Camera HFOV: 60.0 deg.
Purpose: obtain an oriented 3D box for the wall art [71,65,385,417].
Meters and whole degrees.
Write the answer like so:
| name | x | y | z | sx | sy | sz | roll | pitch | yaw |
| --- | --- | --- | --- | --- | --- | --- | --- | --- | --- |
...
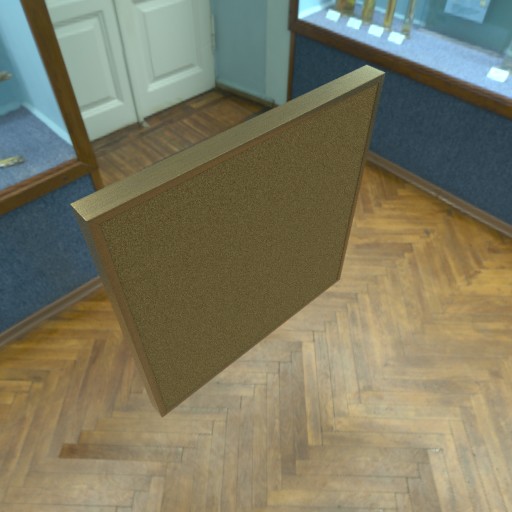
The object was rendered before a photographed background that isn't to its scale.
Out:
| name | x | y | z | sx | sy | sz | roll | pitch | yaw |
| --- | --- | --- | --- | --- | --- | --- | --- | --- | --- |
| wall art | 0.000 | 0.000 | 0.769 | 0.505 | 0.505 | 0.037 | -33 | 56 | -27 |
